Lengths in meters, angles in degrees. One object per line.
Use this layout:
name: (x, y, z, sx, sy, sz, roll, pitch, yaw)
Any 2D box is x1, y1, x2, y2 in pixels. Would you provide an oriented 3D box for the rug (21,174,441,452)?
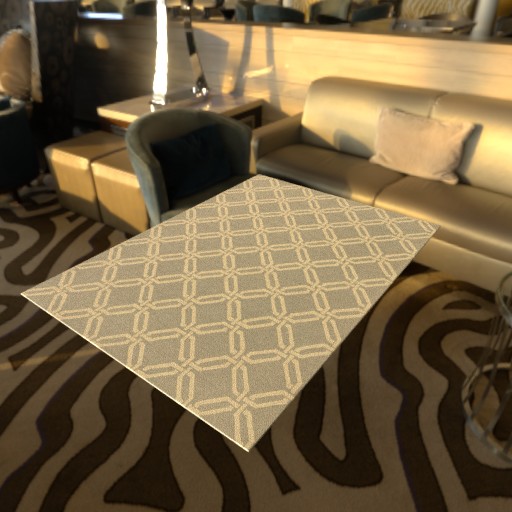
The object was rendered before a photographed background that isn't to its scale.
rug: (0.000, 0.000, 4.248, 2.438, 0.013, 3.353, 22, 38, 31)
